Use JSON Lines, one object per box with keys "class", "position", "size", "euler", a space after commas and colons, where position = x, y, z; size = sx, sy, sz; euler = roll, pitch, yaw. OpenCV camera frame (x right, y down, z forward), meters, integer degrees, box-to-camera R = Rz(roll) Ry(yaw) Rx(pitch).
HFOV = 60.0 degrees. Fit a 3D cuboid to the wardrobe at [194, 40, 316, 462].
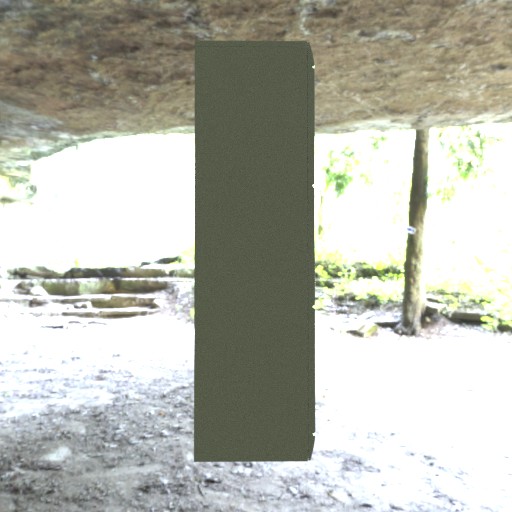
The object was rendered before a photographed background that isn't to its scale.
{"class": "wardrobe", "position": [0.000, 0.000, 1.917], "size": [0.360, 1.200, 1.340], "euler": [0, -1, -1]}
